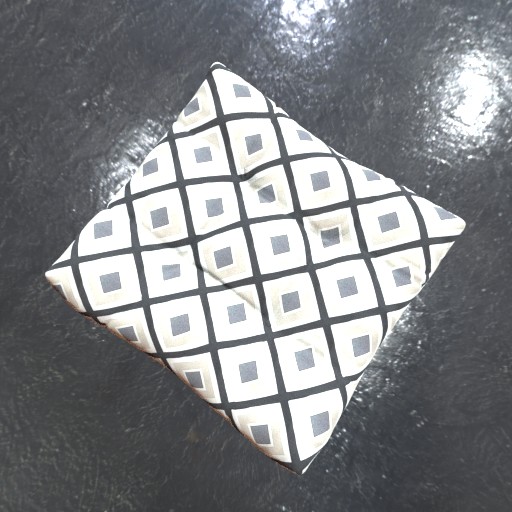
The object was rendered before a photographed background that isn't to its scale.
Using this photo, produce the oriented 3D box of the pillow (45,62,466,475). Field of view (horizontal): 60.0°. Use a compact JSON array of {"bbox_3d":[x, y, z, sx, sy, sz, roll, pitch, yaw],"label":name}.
[{"bbox_3d":[0.000,0.000,0.712,0.490,0.128,0.468,35,80,7],"label":"pillow"}]
